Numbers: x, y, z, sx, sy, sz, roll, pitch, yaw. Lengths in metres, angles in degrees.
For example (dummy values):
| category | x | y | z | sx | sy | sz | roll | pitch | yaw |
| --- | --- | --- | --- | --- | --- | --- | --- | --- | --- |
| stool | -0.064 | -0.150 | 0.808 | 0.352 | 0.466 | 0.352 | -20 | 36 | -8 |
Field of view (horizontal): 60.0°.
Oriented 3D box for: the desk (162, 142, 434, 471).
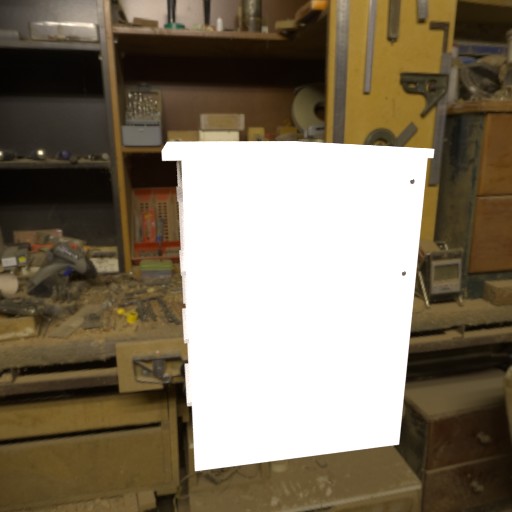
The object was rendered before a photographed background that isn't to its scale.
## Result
| category | x | y | z | sx | sy | sz | roll | pitch | yaw |
| --- | --- | --- | --- | --- | --- | --- | --- | --- | --- |
| desk | 0.000 | 0.000 | 1.495 | 0.560 | 0.730 | 1.096 | -3 | 16 | -10 |
